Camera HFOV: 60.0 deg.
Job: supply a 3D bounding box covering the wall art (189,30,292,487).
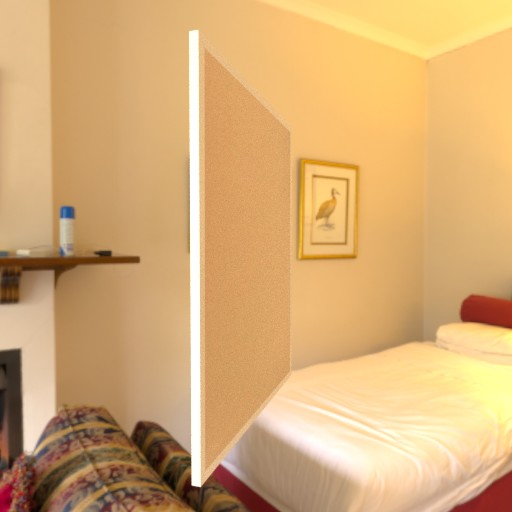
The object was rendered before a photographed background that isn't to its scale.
[{"bbox_3d":[0.000,0.000,0.769,0.012,0.557,0.482,1,2,18],"label":"wall art"}]
